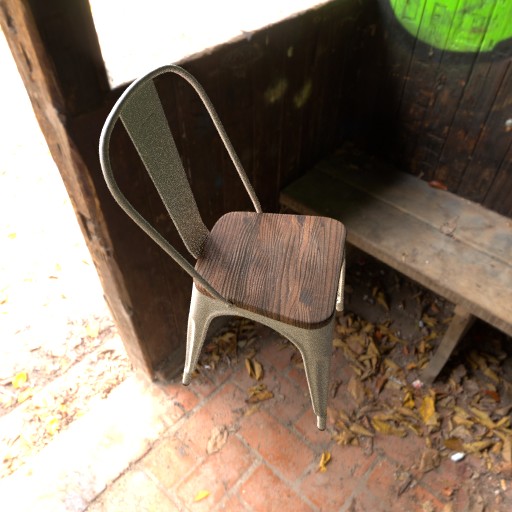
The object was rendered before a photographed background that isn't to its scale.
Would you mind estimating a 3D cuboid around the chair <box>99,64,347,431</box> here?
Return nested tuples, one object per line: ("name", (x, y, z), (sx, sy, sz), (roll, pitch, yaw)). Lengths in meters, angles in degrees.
("chair", (0.000, 0.000, 1.143), (0.521, 0.851, 0.452), (10, 47, 10))
